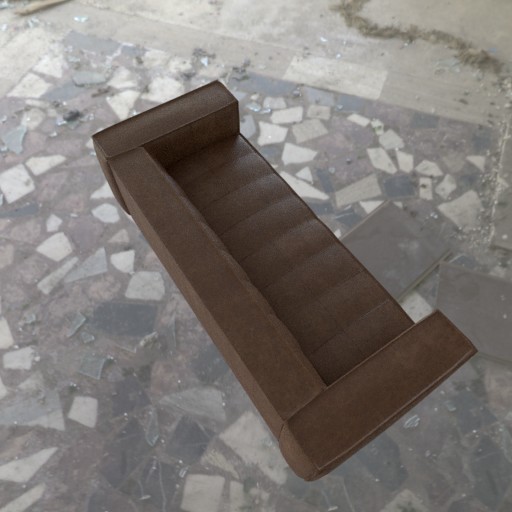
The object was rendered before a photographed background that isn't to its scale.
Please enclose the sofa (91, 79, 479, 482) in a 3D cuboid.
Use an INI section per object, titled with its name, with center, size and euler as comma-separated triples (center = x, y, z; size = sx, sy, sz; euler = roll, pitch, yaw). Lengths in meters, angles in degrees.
[sofa]
center = 0.000, 0.000, 2.935
size = 1.102, 0.701, 2.581
euler = -30, 64, -17
